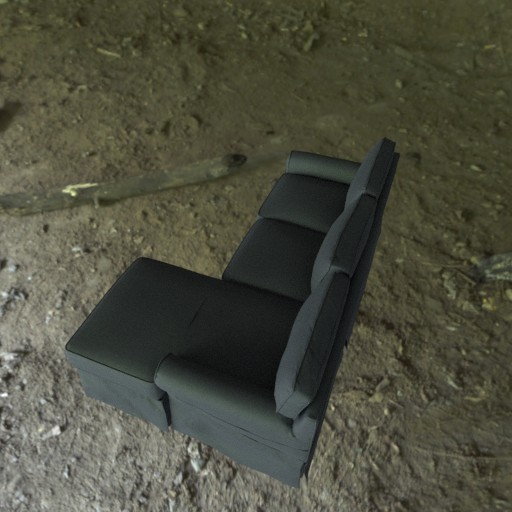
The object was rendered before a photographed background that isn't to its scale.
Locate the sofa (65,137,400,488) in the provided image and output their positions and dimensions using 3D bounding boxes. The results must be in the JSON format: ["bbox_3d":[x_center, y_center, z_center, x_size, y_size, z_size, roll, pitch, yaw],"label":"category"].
[{"bbox_3d":[0.000,0.000,3.304,1.637,1.039,2.518,16,48,15],"label":"sofa"}]
